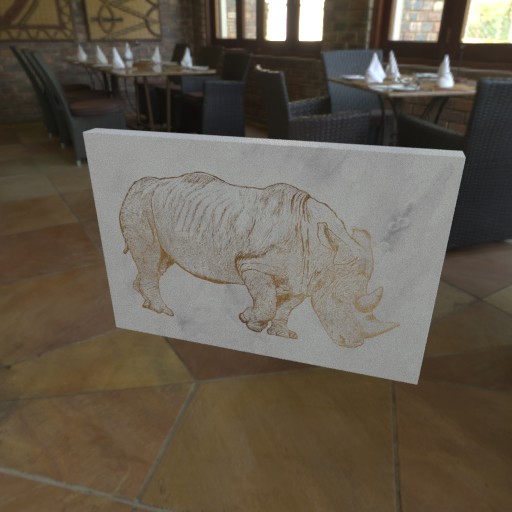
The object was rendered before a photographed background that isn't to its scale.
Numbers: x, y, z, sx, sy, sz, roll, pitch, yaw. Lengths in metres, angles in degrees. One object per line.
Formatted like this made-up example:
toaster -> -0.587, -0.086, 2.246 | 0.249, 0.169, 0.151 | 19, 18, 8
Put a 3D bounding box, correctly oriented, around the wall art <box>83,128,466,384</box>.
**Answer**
wall art -> 0.000, 0.000, 0.791 | 0.609, 0.407, 0.038 | 8, 28, 15
